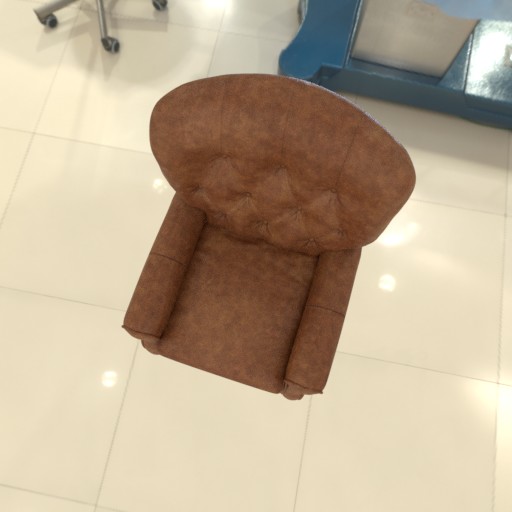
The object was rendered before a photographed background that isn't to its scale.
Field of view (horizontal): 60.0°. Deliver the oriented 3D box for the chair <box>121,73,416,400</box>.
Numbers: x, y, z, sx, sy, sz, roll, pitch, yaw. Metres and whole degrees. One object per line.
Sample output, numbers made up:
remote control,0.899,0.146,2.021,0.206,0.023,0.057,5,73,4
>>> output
chair,0.000,0.000,1.919,0.951,1.164,1.059,17,75,5
